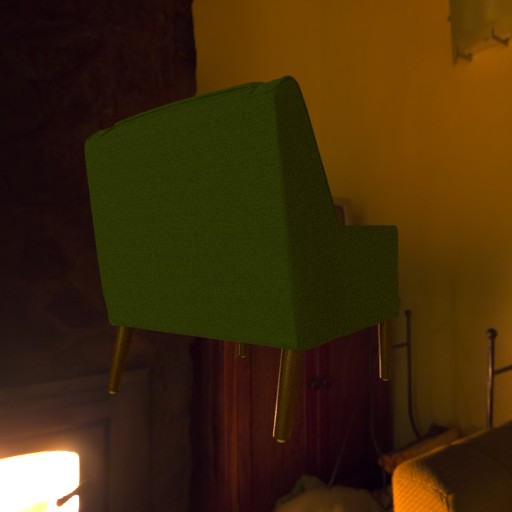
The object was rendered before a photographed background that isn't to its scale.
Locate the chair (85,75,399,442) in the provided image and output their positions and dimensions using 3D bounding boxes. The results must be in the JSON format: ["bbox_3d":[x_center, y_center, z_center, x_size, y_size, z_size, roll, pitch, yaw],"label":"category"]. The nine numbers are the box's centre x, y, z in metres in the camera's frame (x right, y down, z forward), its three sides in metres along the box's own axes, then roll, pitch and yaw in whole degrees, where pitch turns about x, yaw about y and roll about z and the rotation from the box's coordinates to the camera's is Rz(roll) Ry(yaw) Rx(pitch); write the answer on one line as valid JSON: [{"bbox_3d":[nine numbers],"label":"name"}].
[{"bbox_3d":[0.000,0.000,1.342,0.663,0.792,0.743,-1,-1,36],"label":"chair"}]
